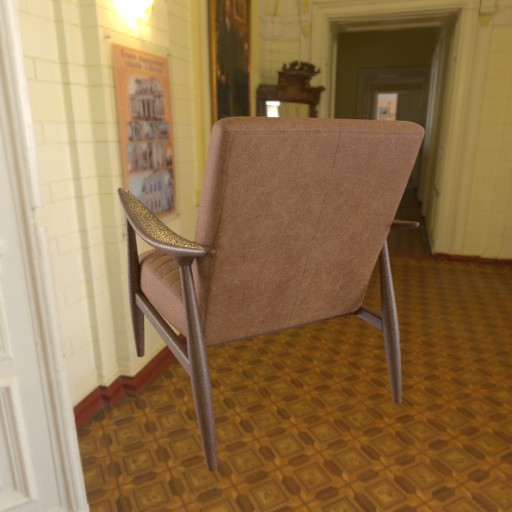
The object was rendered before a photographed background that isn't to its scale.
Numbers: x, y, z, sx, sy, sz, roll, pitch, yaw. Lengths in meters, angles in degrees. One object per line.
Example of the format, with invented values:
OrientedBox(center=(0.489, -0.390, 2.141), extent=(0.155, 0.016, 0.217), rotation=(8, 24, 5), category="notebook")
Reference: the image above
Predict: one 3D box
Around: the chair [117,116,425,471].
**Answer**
OrientedBox(center=(0.000, 0.000, 1.419), extent=(0.741, 0.832, 0.798), rotation=(-8, 18, -26), category="chair")
